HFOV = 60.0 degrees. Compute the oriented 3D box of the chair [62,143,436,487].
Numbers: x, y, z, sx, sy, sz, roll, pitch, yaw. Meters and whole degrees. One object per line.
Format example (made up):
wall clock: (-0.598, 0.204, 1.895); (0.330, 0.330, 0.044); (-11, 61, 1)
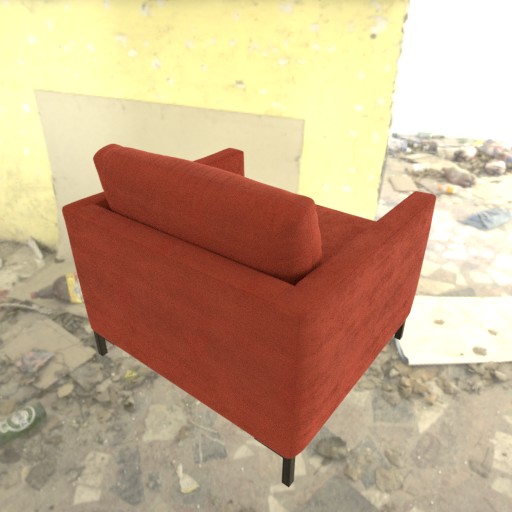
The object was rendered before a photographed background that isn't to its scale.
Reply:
chair: (0.000, 0.000, 1.583); (0.964, 0.812, 0.875); (21, 36, 32)
